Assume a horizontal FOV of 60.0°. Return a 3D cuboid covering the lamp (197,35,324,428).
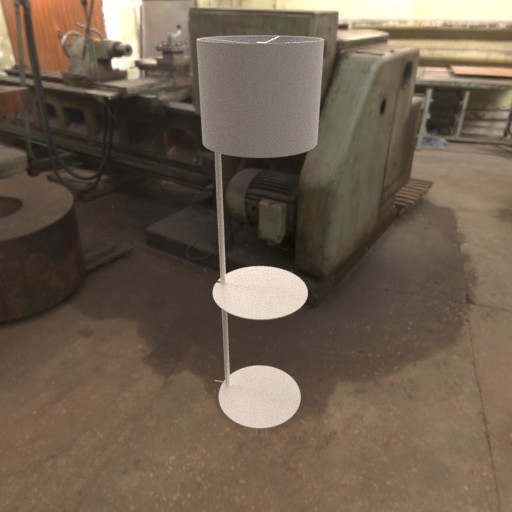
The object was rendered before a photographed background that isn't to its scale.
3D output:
[{"bbox_3d":[0.000,0.000,1.662,0.405,1.465,0.372,10,31,17],"label":"lamp"}]
